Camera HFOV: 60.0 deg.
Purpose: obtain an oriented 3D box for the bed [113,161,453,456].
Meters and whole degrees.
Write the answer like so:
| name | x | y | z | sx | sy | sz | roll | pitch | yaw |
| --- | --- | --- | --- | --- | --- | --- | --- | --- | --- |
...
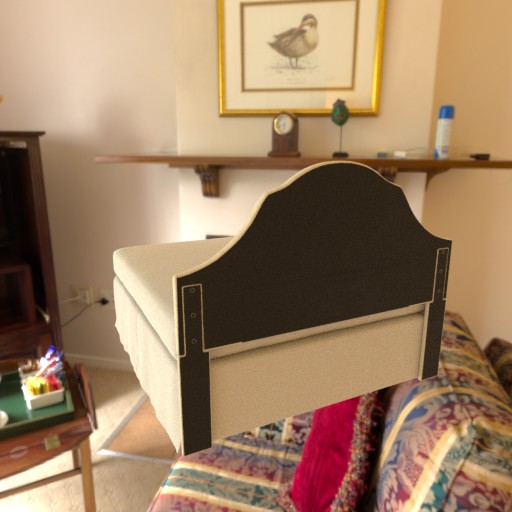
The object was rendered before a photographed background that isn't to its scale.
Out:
| name | x | y | z | sx | sy | sz | roll | pitch | yaw |
| --- | --- | --- | --- | --- | --- | --- | --- | --- | --- |
| bed | 0.000 | 0.000 | 3.530 | 2.012 | 1.555 | 2.086 | -7 | 16 | -26 |
